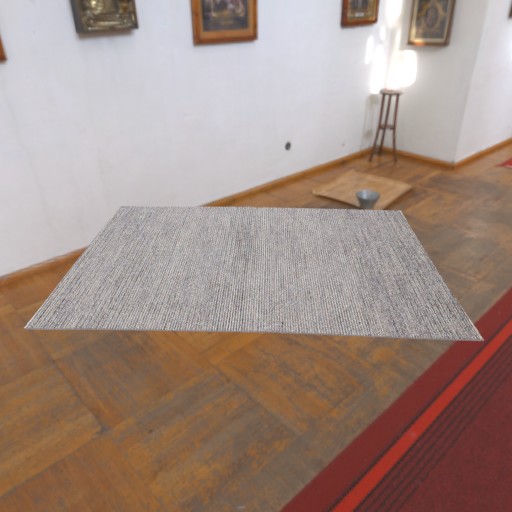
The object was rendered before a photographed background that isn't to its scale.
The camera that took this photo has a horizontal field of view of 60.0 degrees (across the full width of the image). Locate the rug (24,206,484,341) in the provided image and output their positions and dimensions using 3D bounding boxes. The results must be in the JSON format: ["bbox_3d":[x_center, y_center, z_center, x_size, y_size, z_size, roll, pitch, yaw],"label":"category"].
[{"bbox_3d":[0.000,0.000,2.912,2.307,0.030,1.604,1,29,2],"label":"rug"}]
